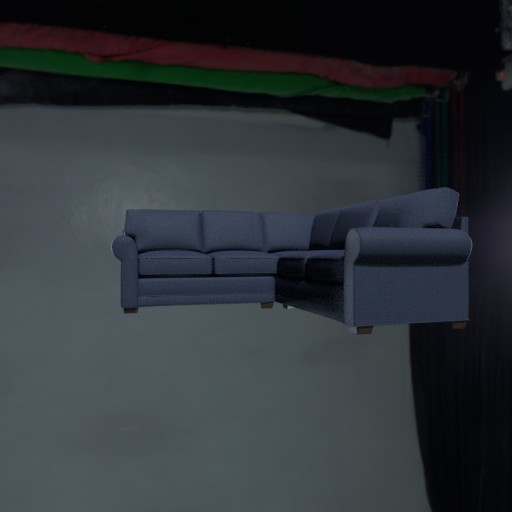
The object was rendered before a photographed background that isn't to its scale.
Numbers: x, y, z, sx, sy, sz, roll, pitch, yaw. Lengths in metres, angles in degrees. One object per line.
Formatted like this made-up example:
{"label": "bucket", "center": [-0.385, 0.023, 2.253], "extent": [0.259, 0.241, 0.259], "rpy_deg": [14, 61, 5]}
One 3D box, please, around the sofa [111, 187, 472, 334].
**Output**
{"label": "sofa", "center": [0.000, 0.000, 3.959], "extent": [2.487, 1.042, 2.562], "rpy_deg": [0, 0, -17]}
